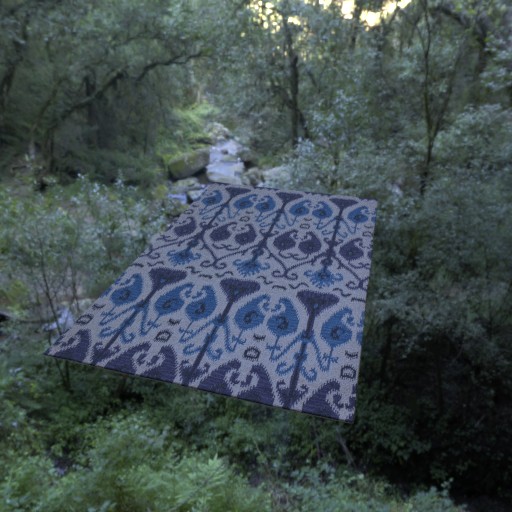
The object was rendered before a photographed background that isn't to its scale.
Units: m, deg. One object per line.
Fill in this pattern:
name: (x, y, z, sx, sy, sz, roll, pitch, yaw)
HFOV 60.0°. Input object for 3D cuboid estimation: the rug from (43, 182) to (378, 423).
rug: (0.000, 0.000, 2.118, 1.072, 0.013, 1.698, 8, 32, 13)
